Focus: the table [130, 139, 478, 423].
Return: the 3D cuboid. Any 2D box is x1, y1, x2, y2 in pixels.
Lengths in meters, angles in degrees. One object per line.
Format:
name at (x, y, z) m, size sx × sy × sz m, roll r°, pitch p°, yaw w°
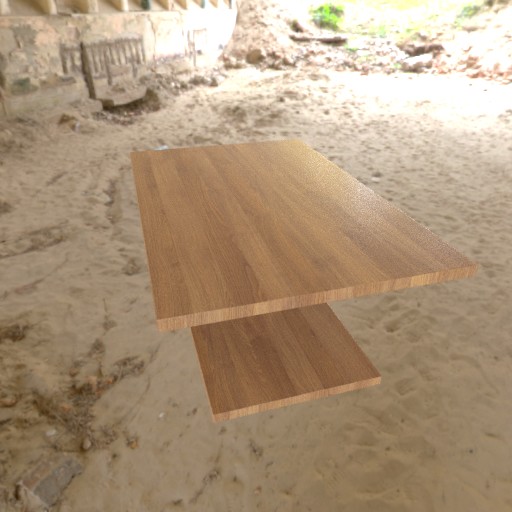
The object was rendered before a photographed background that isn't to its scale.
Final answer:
table at (0.000, 0.000, 1.458) m, size 0.700 × 0.442 × 1.100 m, roll -8°, pitch 31°, yaw -14°
